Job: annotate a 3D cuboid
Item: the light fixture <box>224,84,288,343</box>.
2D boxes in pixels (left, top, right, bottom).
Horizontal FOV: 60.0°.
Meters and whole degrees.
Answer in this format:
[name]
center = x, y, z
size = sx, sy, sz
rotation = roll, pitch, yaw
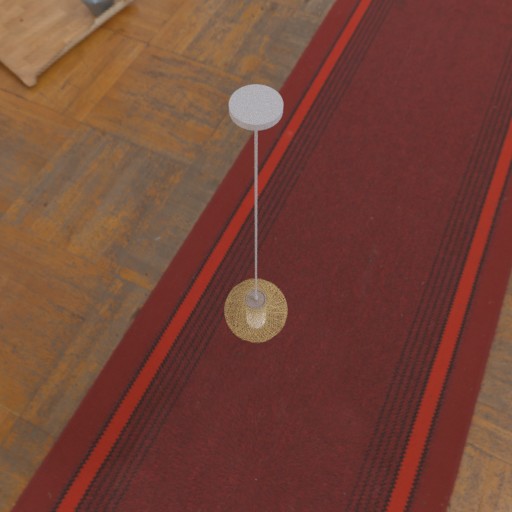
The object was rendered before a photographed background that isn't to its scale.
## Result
[light fixture]
center = 0.000, 0.000, 2.156
size = 0.407, 1.955, 0.406
rotation = -17, 65, -8
